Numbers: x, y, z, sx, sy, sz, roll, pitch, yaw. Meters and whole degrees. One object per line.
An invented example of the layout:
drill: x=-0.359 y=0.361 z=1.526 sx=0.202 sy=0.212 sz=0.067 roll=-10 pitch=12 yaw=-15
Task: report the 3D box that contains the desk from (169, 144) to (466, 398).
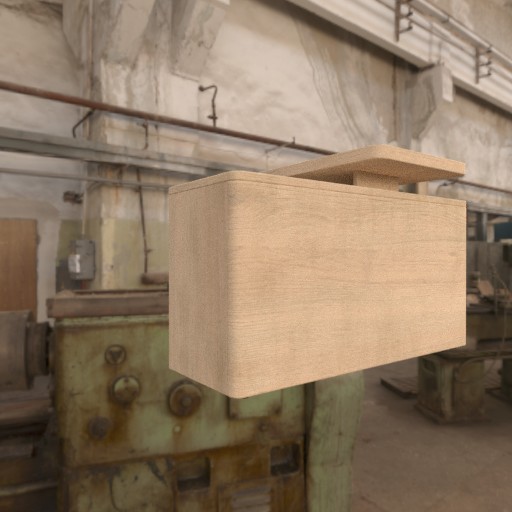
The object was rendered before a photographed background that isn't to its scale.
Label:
desk: x=0.000 y=0.000 z=2.059 sx=1.175 sy=0.770 sz=1.400 roll=0 pitch=0 yaw=-37
